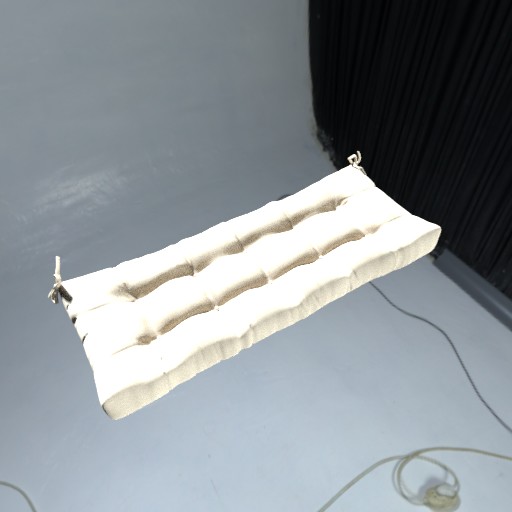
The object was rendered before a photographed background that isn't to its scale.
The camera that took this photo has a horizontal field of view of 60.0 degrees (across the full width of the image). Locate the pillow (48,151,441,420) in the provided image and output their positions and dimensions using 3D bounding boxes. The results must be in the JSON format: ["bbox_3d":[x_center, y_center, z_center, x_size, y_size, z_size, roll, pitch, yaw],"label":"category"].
[{"bbox_3d":[0.000,0.000,1.385,1.194,0.174,0.511,-24,52,-21],"label":"pillow"}]
